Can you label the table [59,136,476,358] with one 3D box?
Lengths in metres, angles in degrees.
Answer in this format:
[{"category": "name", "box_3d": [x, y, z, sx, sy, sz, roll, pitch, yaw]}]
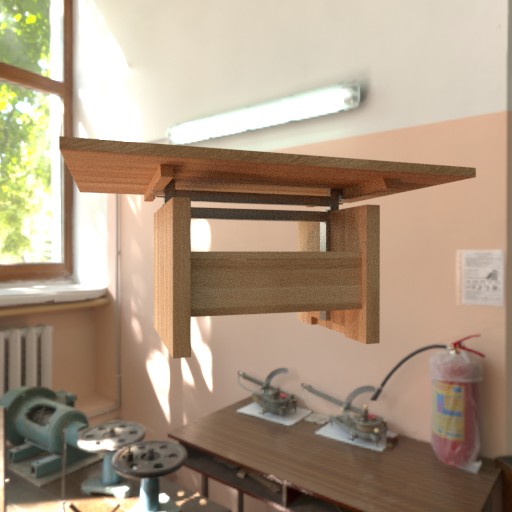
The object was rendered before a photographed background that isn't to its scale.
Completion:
[{"category": "table", "box_3d": [0.000, 0.000, 1.434, 1.100, 0.510, 0.700, 0, 0, -18]}]
